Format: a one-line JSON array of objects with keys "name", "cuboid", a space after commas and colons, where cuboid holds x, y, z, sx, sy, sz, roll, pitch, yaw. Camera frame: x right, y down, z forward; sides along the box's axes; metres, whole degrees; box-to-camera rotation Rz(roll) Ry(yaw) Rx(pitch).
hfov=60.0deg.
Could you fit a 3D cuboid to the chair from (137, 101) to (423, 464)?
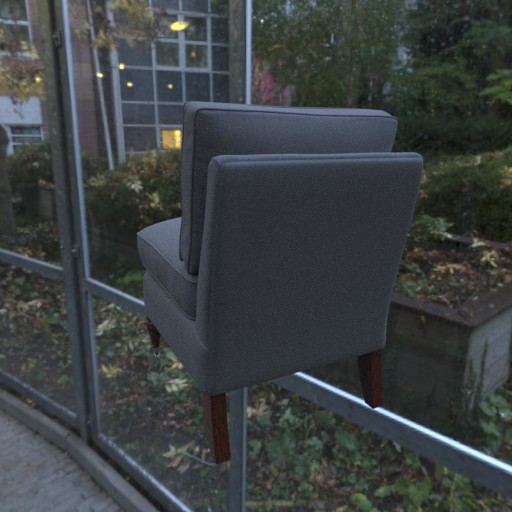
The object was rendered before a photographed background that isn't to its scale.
[{"name": "chair", "cuboid": [0.000, 0.000, 1.673, 0.724, 1.045, 0.924, -7, 16, -27]}]
